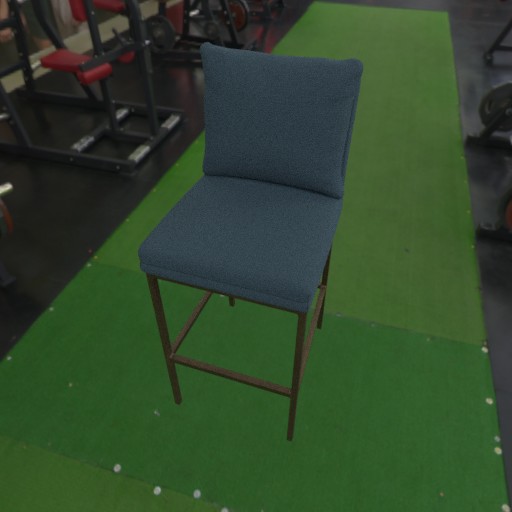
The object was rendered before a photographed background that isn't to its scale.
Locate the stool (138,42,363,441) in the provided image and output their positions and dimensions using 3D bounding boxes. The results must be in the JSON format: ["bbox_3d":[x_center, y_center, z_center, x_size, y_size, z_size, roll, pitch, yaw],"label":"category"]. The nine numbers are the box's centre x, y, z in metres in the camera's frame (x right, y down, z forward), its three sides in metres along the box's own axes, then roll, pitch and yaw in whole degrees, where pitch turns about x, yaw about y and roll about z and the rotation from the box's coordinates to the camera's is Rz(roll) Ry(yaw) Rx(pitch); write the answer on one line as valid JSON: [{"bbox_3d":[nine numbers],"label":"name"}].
[{"bbox_3d":[0.000,0.000,1.394,0.463,1.124,0.568,13,43,14],"label":"stool"}]
